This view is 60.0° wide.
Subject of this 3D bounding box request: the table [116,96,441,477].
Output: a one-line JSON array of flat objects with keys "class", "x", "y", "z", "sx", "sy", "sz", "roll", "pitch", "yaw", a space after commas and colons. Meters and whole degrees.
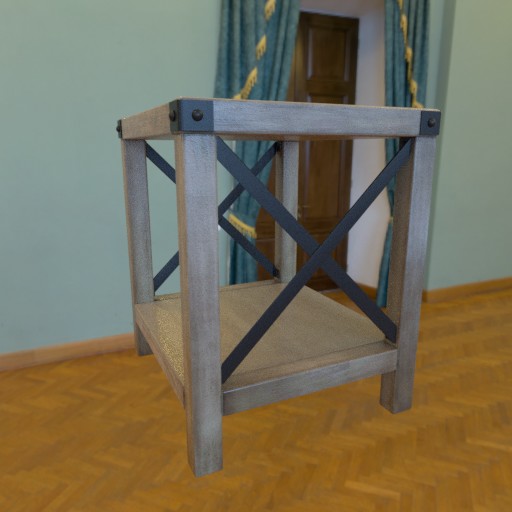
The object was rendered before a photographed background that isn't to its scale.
[{"class": "table", "x": 0.000, "y": 0.000, "z": 0.921, "sx": 0.459, "sy": 0.561, "sz": 0.510, "roll": -6, "pitch": 15, "yaw": -24}]
